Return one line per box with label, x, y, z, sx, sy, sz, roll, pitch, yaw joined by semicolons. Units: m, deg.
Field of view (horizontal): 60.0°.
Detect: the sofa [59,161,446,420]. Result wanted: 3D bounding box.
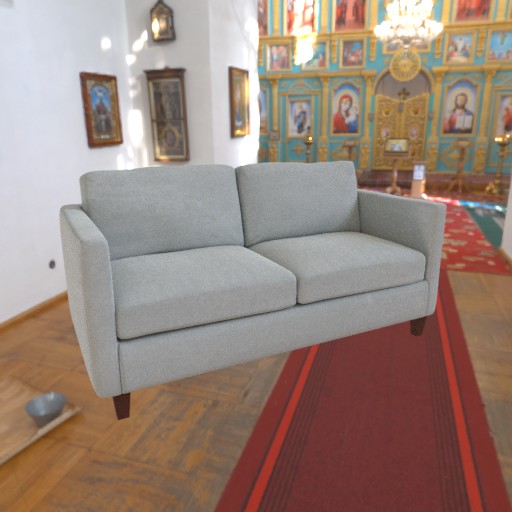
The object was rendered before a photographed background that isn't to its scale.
sofa;0.000;0.000;2.422;1.884;0.963;0.950;-8;17;-26
